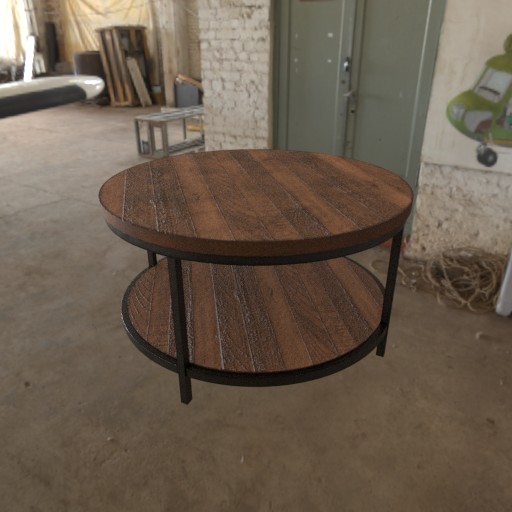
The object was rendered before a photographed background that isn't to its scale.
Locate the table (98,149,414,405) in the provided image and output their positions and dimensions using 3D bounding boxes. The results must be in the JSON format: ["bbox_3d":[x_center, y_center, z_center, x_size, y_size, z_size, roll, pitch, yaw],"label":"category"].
[{"bbox_3d":[0.000,0.000,1.336,0.837,0.462,0.837,0,26,0],"label":"table"}]
